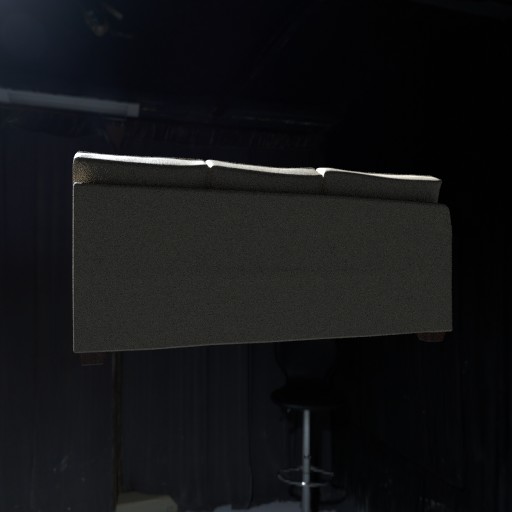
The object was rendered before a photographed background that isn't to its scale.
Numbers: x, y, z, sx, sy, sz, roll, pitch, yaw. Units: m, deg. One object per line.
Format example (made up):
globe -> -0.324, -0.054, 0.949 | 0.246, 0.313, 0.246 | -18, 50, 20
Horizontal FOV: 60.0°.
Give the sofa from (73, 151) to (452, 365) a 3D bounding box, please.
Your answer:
sofa -> 0.000, 0.000, 2.617 | 1.962, 0.946, 1.034 | 0, 0, -18
